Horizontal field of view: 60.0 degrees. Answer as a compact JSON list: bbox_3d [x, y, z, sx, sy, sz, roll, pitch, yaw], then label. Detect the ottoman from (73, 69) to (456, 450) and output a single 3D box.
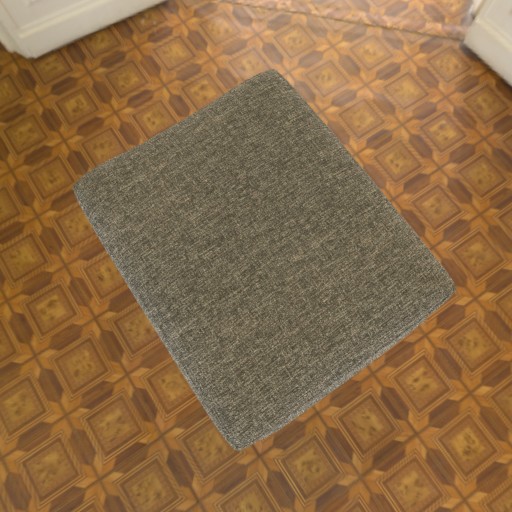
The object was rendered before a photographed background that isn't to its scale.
[{"bbox_3d":[0.000,0.000,1.246,0.683,0.480,0.828,-33,76,-9],"label":"ottoman"}]
